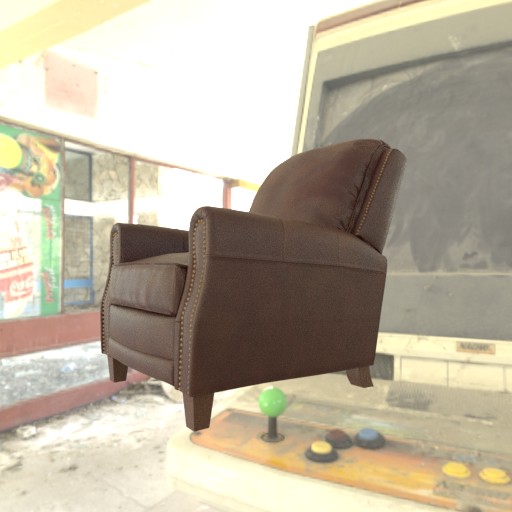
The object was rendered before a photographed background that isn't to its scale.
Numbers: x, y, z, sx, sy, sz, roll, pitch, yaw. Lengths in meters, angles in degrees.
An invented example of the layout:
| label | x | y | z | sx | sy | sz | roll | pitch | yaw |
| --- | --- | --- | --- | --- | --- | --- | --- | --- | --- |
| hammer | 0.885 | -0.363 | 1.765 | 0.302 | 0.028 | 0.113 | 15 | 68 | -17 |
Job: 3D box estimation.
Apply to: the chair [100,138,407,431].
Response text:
| label | x | y | z | sx | sy | sz | roll | pitch | yaw |
| --- | --- | --- | --- | --- | --- | --- | --- | --- | --- |
| chair | 0.000 | 0.000 | 1.833 | 1.089 | 1.022 | 0.826 | 1 | -1 | -37 |
